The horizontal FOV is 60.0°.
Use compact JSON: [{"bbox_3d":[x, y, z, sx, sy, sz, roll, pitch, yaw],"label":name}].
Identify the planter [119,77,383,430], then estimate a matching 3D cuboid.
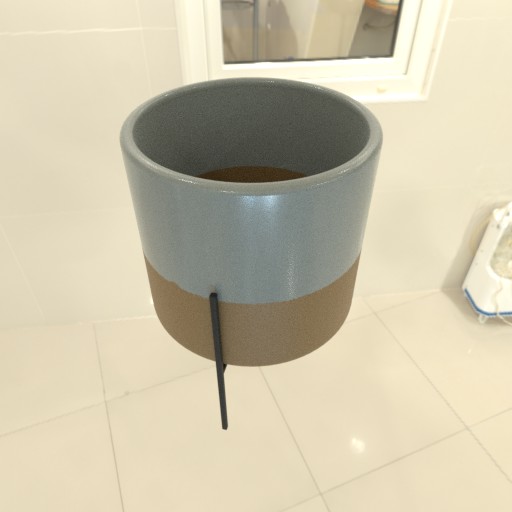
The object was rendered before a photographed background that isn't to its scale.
[{"bbox_3d":[0.000,0.000,0.746,0.360,0.480,0.348,-10,42,-11],"label":"planter"}]
